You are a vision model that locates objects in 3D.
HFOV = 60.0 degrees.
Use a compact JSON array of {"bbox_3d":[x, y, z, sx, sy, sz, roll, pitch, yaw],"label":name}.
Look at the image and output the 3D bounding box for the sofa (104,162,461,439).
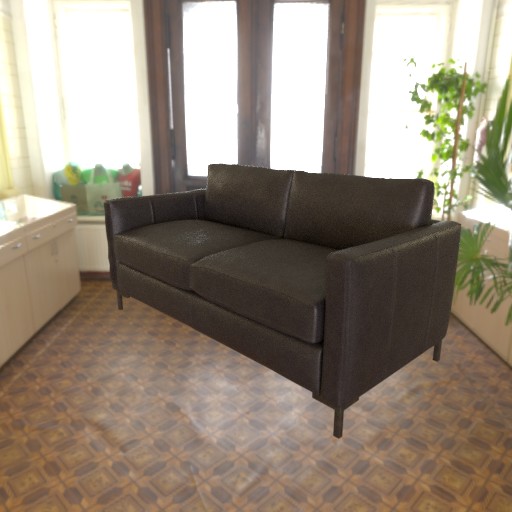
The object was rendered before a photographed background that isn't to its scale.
[{"bbox_3d":[0.000,0.000,2.353,1.805,0.883,0.947,15,21,42],"label":"sofa"}]
